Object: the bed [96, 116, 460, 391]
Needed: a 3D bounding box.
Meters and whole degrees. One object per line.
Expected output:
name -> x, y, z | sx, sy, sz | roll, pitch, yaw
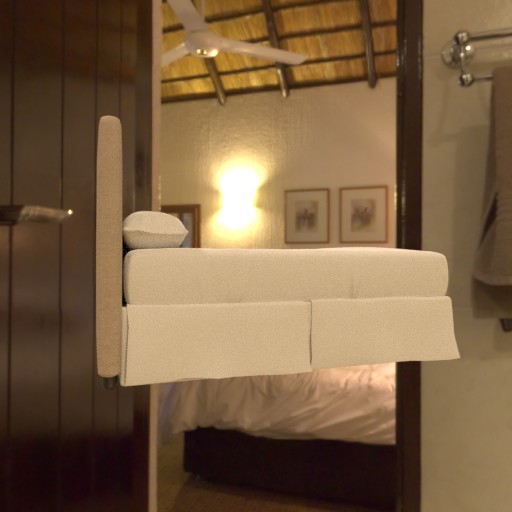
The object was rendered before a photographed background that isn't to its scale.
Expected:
bed -> 0.000, 0.000, 3.204 | 2.162, 1.330, 1.713 | 0, -1, -19
